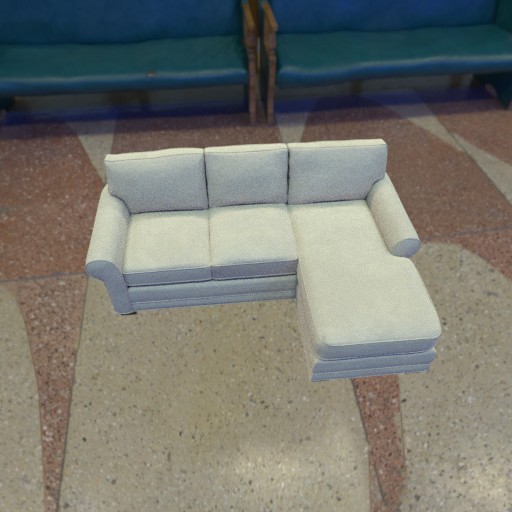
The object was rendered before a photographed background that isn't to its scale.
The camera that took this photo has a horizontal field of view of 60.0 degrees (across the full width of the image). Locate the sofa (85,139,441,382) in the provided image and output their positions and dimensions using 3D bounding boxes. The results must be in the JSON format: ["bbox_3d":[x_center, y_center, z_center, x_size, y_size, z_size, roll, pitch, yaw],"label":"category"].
[{"bbox_3d":[0.000,0.000,2.410,1.770,0.734,1.226,-4,47,-4],"label":"sofa"}]
